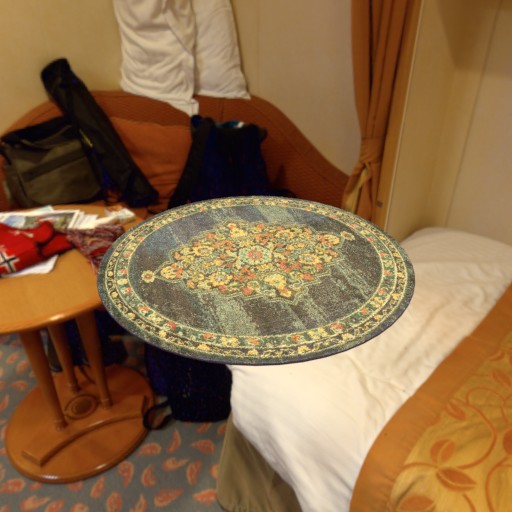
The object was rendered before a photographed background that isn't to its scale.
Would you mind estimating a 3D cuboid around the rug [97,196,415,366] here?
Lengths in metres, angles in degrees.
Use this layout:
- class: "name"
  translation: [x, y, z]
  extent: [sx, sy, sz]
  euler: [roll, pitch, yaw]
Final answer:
- class: "rug"
  translation: [0.000, 0.000, 3.475]
  extent: [2.386, 0.014, 2.386]
  euler: [0, 30, 0]
